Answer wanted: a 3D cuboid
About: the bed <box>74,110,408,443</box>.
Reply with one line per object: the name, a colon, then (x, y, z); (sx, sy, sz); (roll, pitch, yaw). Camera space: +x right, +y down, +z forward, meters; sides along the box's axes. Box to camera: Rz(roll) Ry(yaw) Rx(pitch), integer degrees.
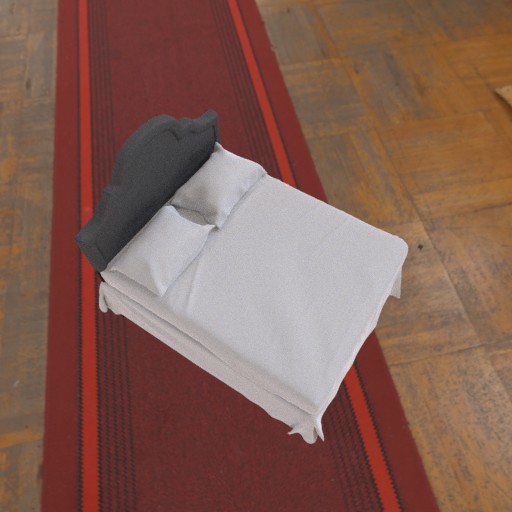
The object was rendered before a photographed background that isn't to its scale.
bed: (0.000, 0.000, 3.466); (2.222, 1.634, 1.780); (29, 63, 17)
